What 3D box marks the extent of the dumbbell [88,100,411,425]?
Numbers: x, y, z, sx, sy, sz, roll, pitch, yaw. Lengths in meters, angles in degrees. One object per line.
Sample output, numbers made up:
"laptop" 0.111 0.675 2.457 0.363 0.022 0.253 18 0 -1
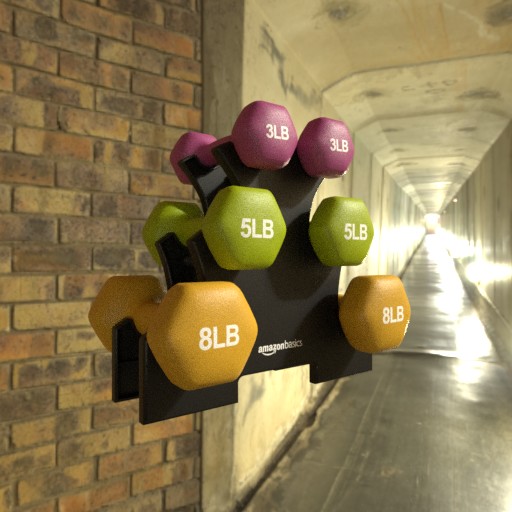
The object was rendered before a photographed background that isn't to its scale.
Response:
"dumbbell" 0.000 0.000 0.468 0.300 0.271 0.190 0 0 -36
